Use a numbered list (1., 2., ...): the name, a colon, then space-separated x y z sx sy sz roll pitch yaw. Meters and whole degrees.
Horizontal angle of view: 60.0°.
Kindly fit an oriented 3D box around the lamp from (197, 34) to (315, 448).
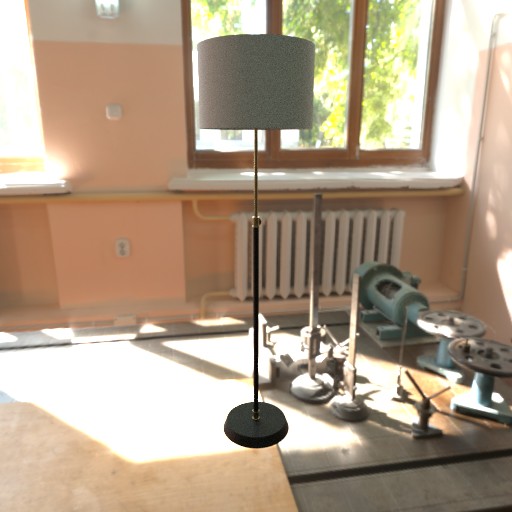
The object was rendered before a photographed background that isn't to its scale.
1. lamp: 0.000 0.000 1.713 0.404 1.517 0.404 7 16 24
